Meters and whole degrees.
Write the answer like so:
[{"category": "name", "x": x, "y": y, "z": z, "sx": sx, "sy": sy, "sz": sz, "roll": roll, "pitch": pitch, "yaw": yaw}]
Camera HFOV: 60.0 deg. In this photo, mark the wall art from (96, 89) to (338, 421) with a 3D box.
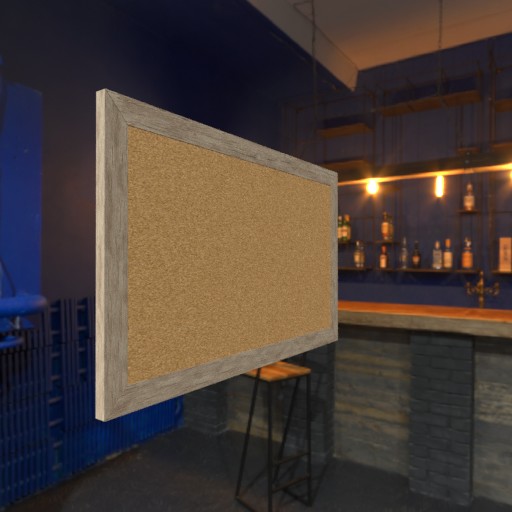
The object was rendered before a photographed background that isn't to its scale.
[{"category": "wall art", "x": 0.000, "y": 0.000, "z": 0.961, "sx": 0.021, "sy": 0.480, "sz": 0.780, "roll": 0, "pitch": 0, "yaw": 36}]
